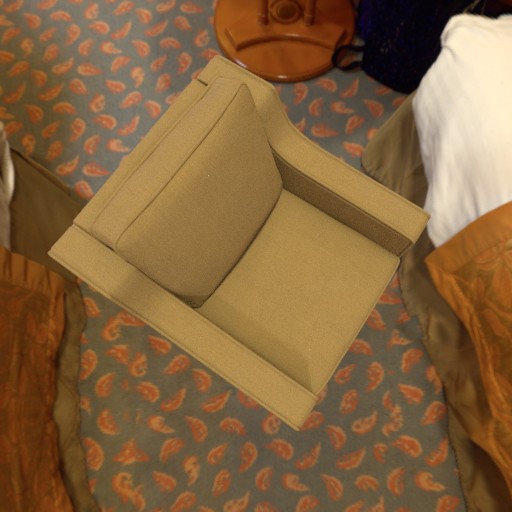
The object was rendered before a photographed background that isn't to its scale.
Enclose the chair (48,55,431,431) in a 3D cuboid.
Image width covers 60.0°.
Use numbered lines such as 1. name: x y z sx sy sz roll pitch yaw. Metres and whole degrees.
1. chair: 0.000 0.000 1.623 0.909 0.960 0.831 33 77 9
